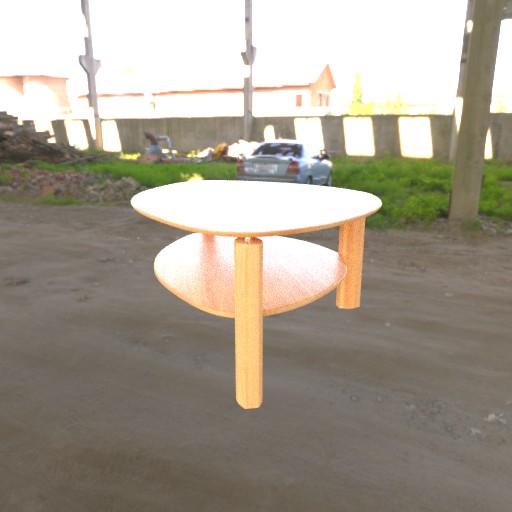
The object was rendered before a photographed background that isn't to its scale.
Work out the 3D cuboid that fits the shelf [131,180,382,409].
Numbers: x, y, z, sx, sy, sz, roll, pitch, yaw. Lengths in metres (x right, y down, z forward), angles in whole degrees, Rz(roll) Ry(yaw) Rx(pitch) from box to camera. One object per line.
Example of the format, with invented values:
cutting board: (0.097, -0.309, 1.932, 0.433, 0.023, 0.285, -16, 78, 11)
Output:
shelf: (0.000, 0.000, 1.614, 0.845, 0.440, 1.246, -3, 15, -10)
